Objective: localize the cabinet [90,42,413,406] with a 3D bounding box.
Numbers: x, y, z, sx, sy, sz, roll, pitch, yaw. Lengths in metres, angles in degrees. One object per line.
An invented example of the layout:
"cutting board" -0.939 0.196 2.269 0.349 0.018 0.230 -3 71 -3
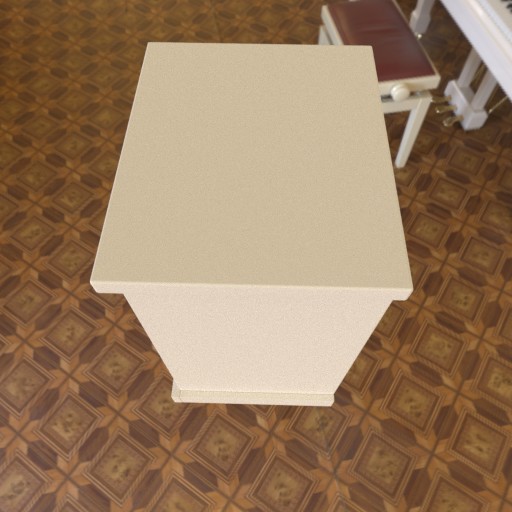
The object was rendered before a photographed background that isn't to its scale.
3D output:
"cabinet" 0.000 0.000 1.028 0.431 0.723 0.520 1 59 1
